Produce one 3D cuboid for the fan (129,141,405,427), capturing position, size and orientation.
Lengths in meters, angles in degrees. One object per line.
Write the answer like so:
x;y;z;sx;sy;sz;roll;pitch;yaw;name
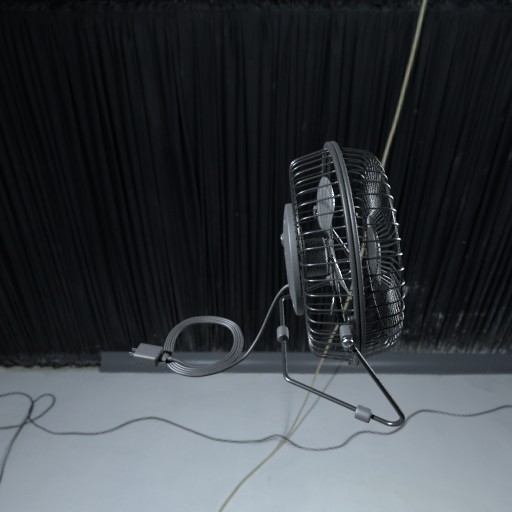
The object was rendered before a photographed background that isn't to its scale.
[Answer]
0.000;0.000;0.373;0.227;0.188;0.209;0;33;0;fan
